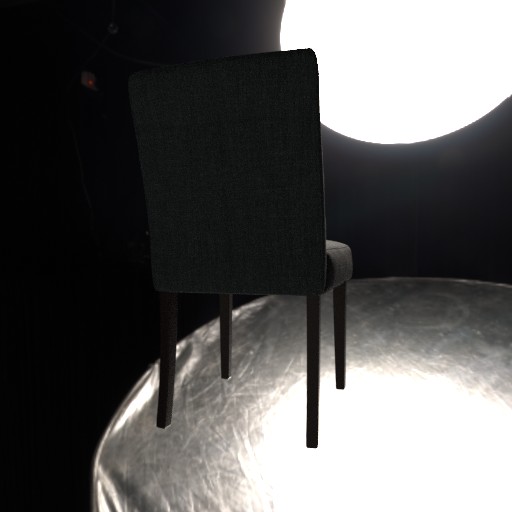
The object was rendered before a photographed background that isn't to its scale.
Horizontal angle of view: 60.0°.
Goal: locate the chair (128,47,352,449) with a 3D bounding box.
[{"bbox_3d":[0.000,0.000,1.255,0.487,0.884,0.629,0,0,18],"label":"chair"}]
